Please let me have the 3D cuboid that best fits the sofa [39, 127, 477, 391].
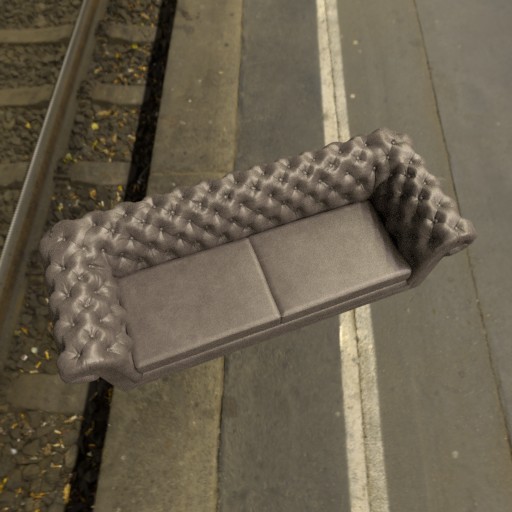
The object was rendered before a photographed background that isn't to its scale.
[{"bbox_3d":[0.000,0.000,2.795,2.385,0.783,0.944,-18,64,-9],"label":"sofa"}]
